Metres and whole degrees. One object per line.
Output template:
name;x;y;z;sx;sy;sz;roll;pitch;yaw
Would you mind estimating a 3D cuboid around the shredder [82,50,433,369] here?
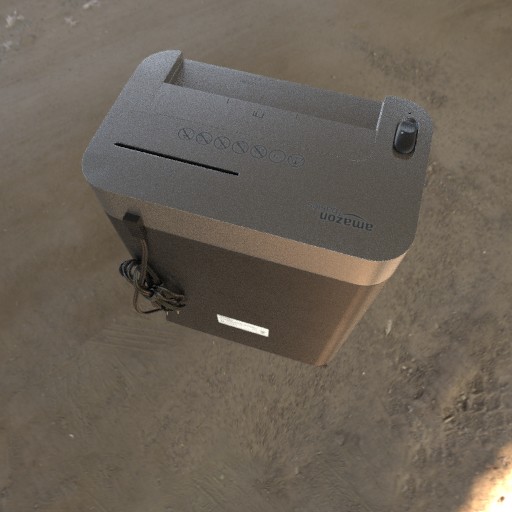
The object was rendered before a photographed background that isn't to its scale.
shredder;0.000;0.000;0.599;0.311;0.419;0.237;15;64;8
